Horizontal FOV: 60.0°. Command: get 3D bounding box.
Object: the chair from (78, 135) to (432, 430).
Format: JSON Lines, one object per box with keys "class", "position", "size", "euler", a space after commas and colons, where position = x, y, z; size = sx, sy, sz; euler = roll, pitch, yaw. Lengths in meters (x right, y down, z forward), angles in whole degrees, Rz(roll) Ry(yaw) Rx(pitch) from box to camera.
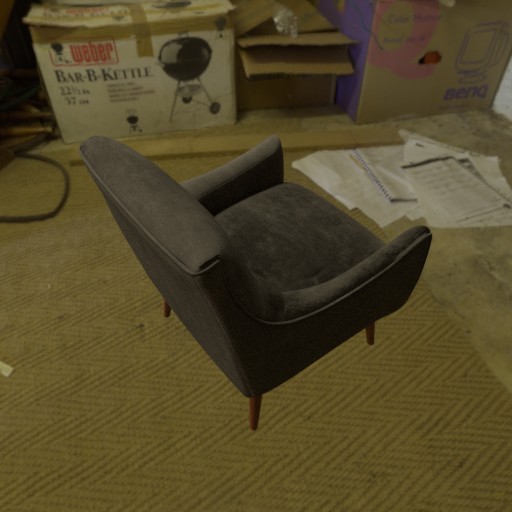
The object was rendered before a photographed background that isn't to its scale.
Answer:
{"class": "chair", "position": [0.000, 0.000, 1.449], "size": [0.787, 0.838, 0.762], "euler": [-27, 49, -26]}
